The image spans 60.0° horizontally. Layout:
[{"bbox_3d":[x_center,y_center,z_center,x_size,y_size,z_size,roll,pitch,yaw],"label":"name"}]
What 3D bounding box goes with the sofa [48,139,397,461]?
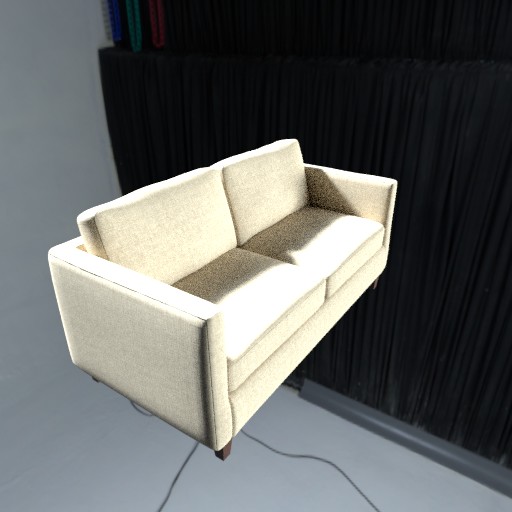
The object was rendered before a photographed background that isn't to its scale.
[{"bbox_3d":[0.000,0.000,2.474,0.950,0.963,1.884,17,32,30],"label":"sofa"}]
